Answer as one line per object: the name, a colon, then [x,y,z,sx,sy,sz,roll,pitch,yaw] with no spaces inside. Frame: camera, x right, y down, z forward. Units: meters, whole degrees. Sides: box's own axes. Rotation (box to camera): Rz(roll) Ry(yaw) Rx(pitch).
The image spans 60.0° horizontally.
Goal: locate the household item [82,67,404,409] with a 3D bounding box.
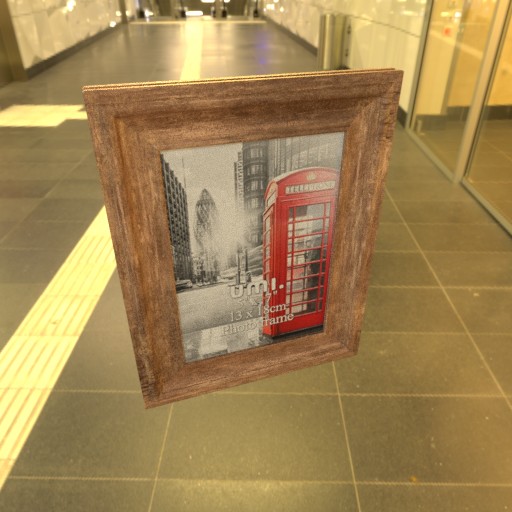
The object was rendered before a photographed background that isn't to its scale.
household item: [0.000,0.000,0.313,0.186,0.237,0.018,-10,33,-16]
